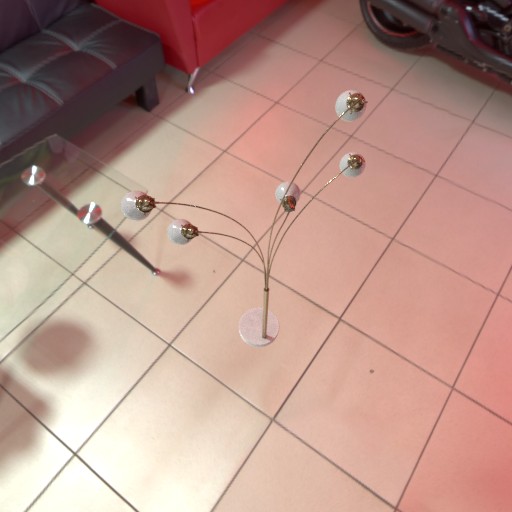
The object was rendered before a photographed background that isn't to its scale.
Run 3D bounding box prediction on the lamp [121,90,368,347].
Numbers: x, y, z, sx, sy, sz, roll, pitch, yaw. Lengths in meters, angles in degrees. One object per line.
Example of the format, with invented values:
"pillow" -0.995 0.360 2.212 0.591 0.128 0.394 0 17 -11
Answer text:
"lamp" 0.000 0.000 2.973 1.405 2.423 0.361 -18 59 -12
